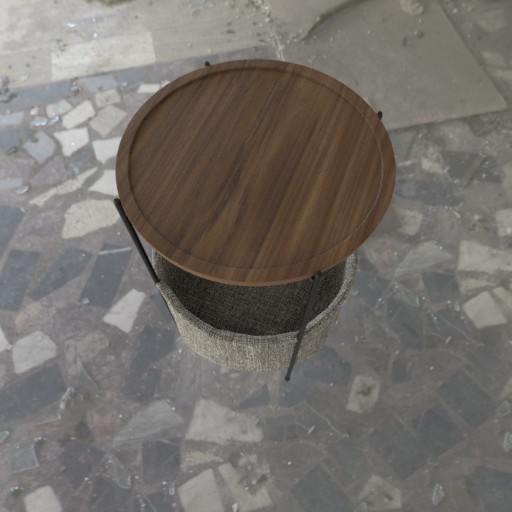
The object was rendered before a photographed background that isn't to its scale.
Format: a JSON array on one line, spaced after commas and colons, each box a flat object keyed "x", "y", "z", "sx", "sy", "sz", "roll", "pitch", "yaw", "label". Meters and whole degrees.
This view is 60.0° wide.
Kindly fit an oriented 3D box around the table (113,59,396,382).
[{"x": 0.000, "y": 0.000, "z": 0.892, "sx": 0.400, "sy": 0.623, "sz": 0.400, "roll": 20, "pitch": 65, "yaw": 10, "label": "table"}]
